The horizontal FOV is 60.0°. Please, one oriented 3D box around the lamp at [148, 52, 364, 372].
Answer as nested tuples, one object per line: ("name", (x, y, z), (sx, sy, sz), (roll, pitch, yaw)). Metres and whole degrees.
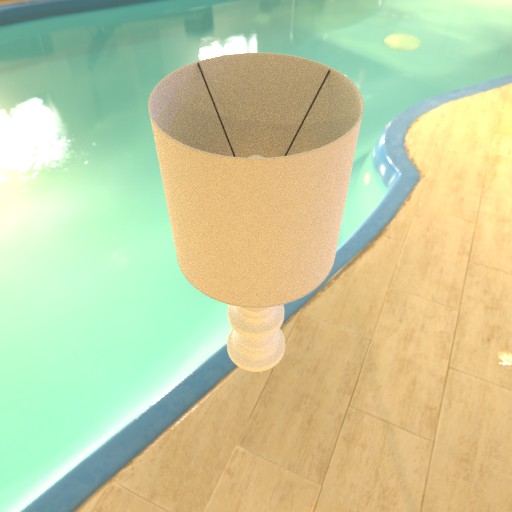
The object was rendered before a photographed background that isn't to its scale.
("lamp", (0.000, 0.000, 0.600), (0.208, 0.455, 0.208), (24, 51, 20))
